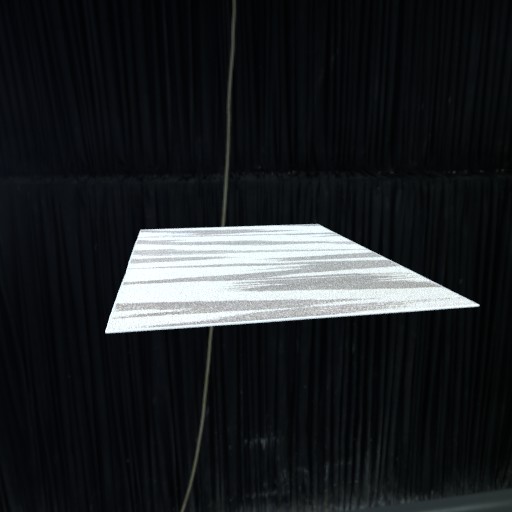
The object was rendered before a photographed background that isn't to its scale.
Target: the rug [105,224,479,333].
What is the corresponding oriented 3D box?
[{"bbox_3d":[0.000,0.000,2.763,1.533,0.010,2.142,-3,14,-11],"label":"rug"}]
